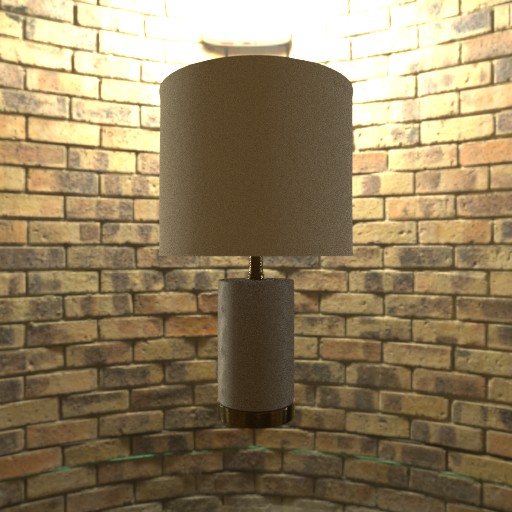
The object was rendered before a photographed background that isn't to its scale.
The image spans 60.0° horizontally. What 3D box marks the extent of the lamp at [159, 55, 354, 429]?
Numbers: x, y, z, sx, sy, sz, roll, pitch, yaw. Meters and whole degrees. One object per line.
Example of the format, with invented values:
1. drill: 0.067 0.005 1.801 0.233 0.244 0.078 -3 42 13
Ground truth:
1. lamp: 0.000 0.000 0.533 0.229 0.380 0.229 0 0 0
